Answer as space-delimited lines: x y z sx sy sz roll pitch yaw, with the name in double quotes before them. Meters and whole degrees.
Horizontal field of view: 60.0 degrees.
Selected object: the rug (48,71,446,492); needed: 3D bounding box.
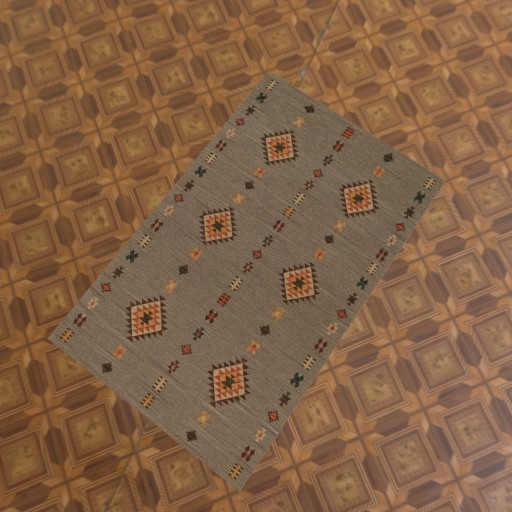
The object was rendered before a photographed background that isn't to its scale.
"rug" 0.000 0.000 2.951 1.515 0.007 2.427 35 78 8
